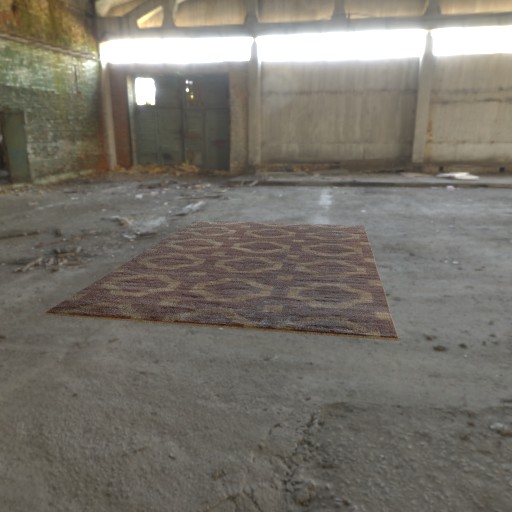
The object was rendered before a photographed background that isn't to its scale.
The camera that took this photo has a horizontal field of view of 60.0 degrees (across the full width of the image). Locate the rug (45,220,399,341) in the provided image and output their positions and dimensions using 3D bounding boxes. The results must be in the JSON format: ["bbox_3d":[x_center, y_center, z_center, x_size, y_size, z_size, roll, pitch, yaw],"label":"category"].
[{"bbox_3d":[0.000,0.000,2.971,1.555,0.016,2.286,3,16,10],"label":"rug"}]
